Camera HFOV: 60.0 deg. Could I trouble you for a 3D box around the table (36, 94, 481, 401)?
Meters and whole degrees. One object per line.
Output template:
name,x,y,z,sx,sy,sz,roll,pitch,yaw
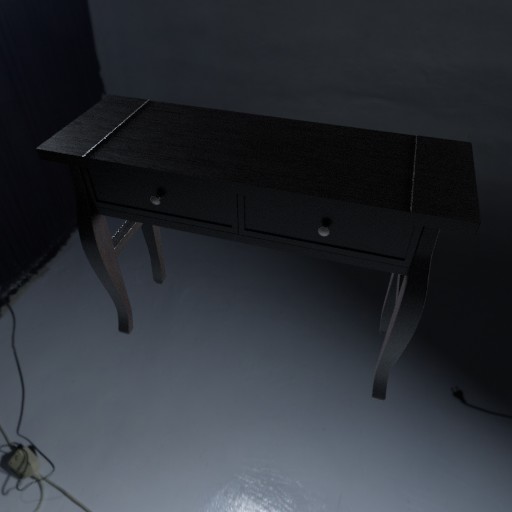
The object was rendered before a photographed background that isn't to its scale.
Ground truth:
table,0.000,0.000,1.397,1.062,0.768,0.373,12,44,12
